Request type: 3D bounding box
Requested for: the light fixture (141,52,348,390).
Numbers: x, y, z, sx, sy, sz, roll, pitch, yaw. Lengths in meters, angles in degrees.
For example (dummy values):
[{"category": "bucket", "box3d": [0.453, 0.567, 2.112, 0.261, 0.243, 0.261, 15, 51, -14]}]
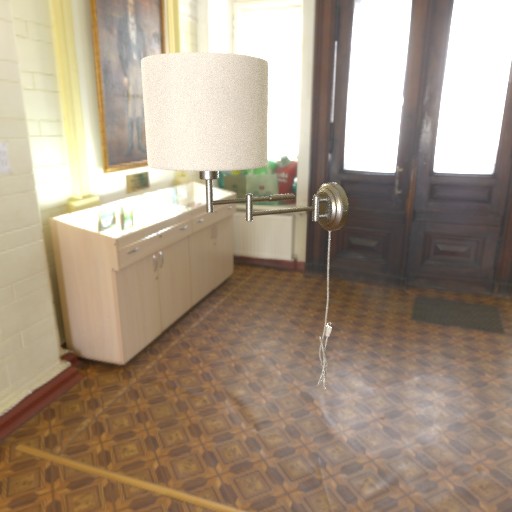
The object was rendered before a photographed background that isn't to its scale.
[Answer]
[{"category": "light fixture", "box3d": [0.000, 0.000, 1.057, 0.479, 0.842, 0.253, -8, 18, -25]}]
